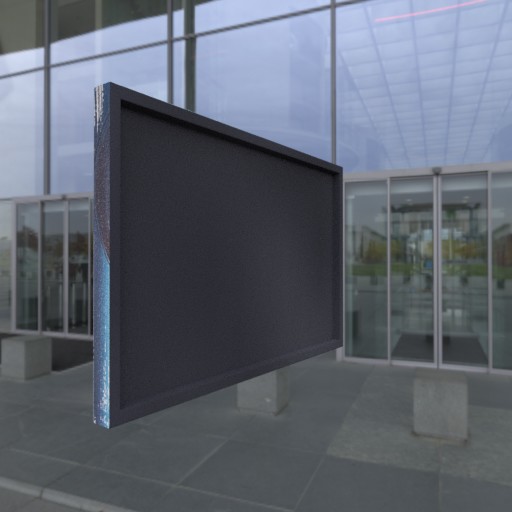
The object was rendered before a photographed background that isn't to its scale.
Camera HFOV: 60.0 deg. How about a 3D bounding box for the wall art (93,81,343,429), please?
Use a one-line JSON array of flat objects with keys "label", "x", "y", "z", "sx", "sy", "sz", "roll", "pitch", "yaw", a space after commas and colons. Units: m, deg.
[{"label": "wall art", "x": 0.000, "y": 0.000, "z": 0.769, "sx": 0.033, "sy": 0.406, "sz": 0.609, "roll": 0, "pitch": 0, "yaw": 37}]
